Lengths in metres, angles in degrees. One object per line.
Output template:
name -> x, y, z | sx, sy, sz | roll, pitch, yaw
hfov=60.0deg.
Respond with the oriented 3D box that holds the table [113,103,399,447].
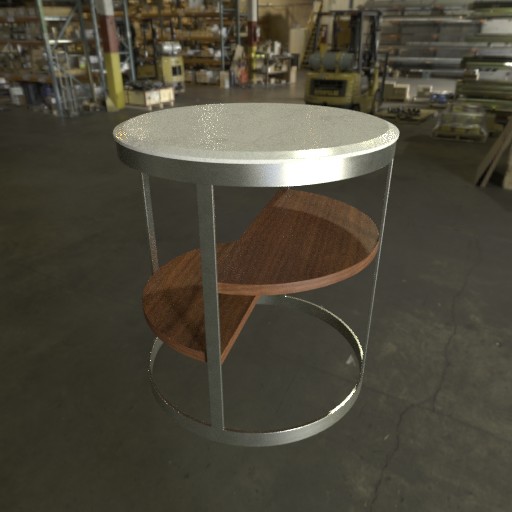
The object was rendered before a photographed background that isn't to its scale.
table -> 0.000, 0.000, 0.753 | 0.407, 0.447, 0.407 | 0, 27, 0
